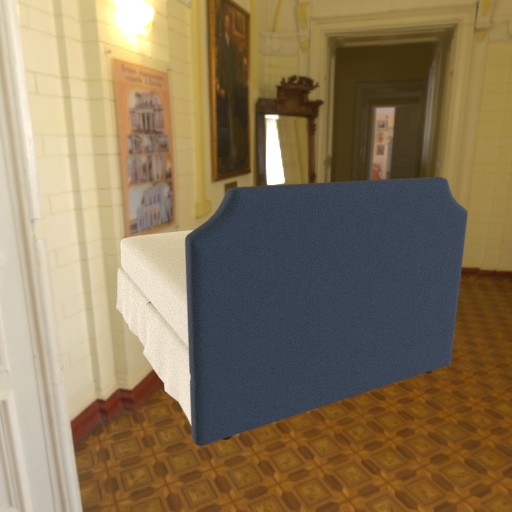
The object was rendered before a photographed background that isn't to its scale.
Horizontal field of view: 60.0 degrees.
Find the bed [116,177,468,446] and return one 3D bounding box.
[{"bbox_3d":[0.000,0.000,3.400,1.831,1.297,2.260,-7,16,-27],"label":"bed"}]
